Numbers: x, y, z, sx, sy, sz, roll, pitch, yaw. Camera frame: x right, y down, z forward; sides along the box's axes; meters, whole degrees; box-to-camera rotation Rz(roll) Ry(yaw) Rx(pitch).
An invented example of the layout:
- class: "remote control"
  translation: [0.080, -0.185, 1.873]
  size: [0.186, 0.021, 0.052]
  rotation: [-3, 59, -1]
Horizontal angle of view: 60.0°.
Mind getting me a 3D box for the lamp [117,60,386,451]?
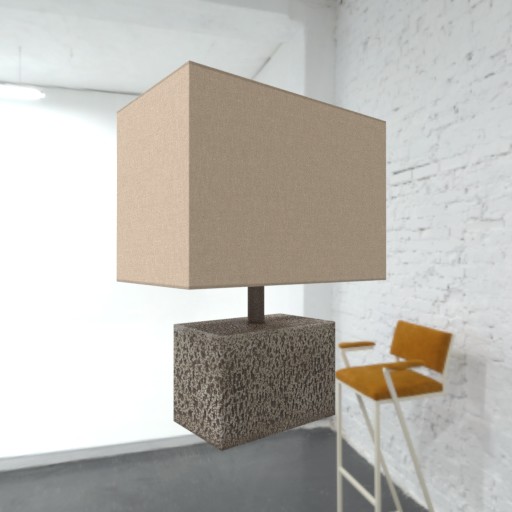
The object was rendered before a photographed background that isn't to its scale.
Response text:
- class: "lamp"
  translation: [0.000, 0.000, 0.563]
  size: [0.294, 0.411, 0.180]
  rotation: [0, 0, -38]
